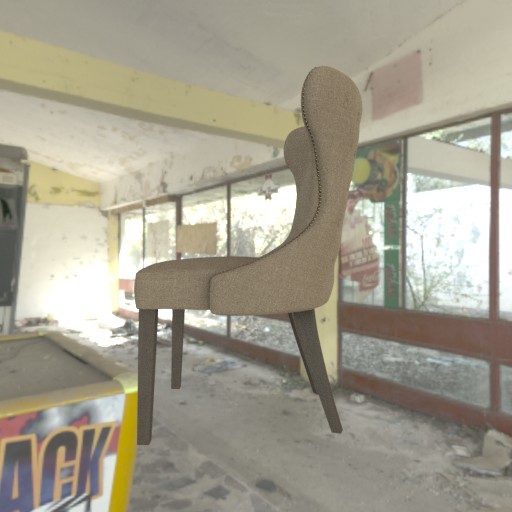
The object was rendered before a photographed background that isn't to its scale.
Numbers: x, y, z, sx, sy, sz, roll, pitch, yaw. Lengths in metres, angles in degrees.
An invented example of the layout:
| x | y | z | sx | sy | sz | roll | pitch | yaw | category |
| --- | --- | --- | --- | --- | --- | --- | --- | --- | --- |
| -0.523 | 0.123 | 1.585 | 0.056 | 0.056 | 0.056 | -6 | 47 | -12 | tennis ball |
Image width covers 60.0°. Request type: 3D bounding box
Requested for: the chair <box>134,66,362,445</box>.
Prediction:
| x | y | z | sx | sy | sz | roll | pitch | yaw | category |
| --- | --- | --- | --- | --- | --- | --- | --- | --- | --- |
| 0.000 | 0.000 | 1.393 | 0.635 | 0.967 | 0.628 | 0 | 0 | -1 | chair |
